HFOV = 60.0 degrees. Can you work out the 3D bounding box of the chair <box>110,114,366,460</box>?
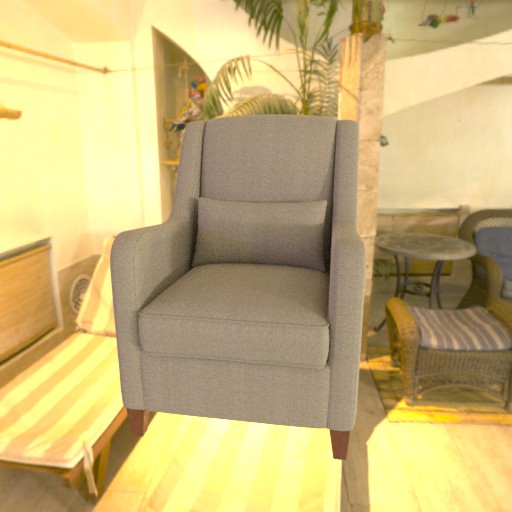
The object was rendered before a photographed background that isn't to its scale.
[{"bbox_3d":[0.000,0.000,1.607,0.715,1.017,0.890,2,15,9],"label":"chair"}]
